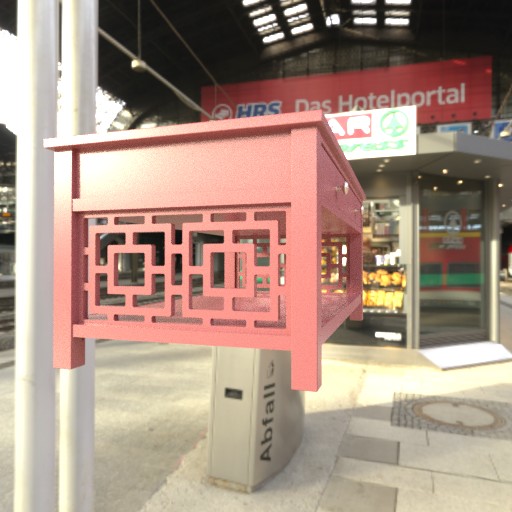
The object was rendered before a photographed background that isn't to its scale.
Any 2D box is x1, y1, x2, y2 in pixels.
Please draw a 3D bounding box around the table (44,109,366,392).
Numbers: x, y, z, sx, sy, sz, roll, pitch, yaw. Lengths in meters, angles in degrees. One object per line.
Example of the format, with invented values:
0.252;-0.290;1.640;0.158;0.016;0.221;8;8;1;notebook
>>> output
0.000;0.000;1.362;0.612;0.493;1.068;0;-1;18;table
